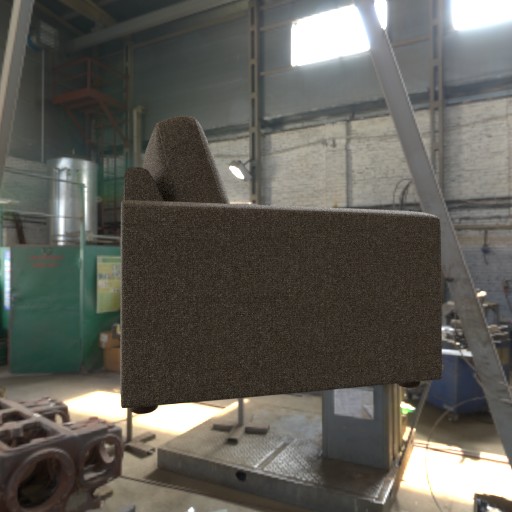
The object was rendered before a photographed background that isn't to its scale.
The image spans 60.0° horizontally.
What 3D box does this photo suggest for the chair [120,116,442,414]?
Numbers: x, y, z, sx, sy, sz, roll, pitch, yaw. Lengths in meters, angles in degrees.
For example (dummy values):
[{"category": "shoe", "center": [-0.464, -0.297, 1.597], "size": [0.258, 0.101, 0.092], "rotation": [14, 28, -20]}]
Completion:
[{"category": "chair", "center": [0.000, 0.000, 1.744], "size": [1.016, 0.873, 1.005], "rotation": [0, -1, -17]}]
